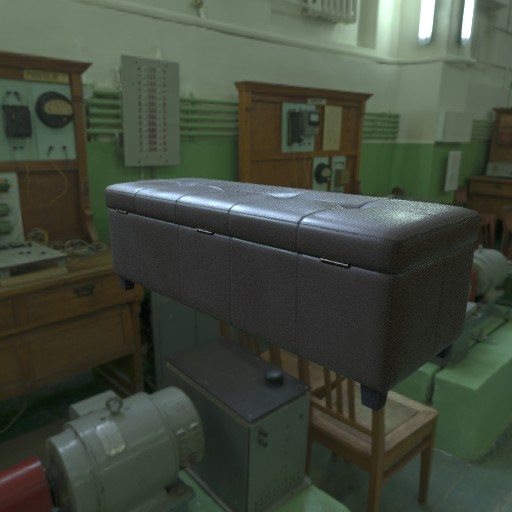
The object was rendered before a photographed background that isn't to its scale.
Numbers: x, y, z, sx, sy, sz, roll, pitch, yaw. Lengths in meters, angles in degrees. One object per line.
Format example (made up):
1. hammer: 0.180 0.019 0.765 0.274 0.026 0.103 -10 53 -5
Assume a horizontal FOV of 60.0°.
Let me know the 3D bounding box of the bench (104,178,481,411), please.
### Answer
1. bench: 0.000 0.000 1.445 0.450 0.417 1.219 -14 21 -43
